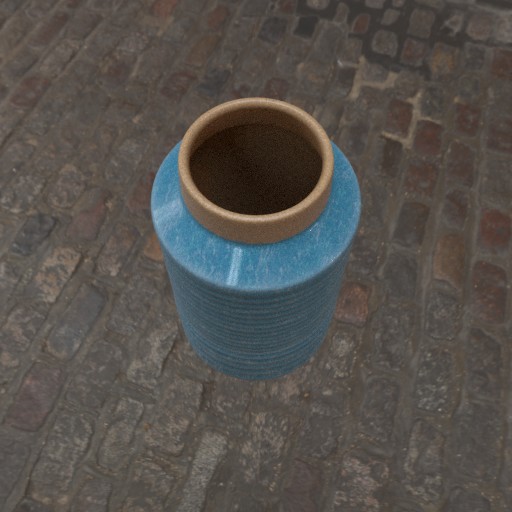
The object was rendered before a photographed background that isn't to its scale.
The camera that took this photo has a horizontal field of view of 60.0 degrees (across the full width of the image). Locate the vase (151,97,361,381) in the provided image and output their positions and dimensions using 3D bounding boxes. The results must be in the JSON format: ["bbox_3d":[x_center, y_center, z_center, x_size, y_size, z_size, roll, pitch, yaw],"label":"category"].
[{"bbox_3d":[0.000,0.000,0.375,0.163,0.267,0.163,0,64,0],"label":"vase"}]
